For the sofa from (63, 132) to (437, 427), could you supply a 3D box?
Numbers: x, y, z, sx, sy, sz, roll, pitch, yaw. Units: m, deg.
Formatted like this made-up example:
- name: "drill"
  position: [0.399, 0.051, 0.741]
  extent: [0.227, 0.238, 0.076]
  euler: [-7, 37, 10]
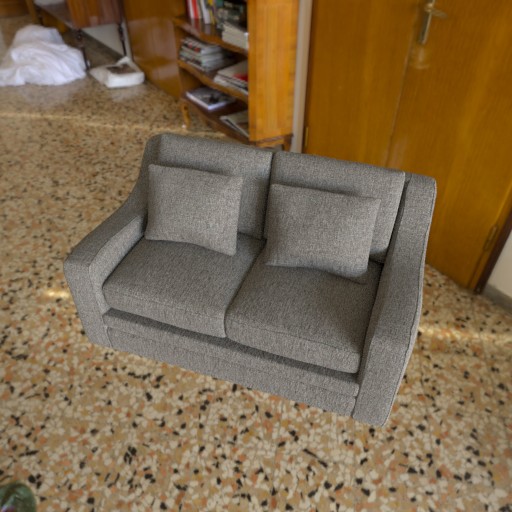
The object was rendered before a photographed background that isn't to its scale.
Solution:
- name: "sofa"
  position: [0.000, 0.000, 2.487]
  extent: [1.778, 0.991, 1.120]
  euler: [12, 42, 14]
